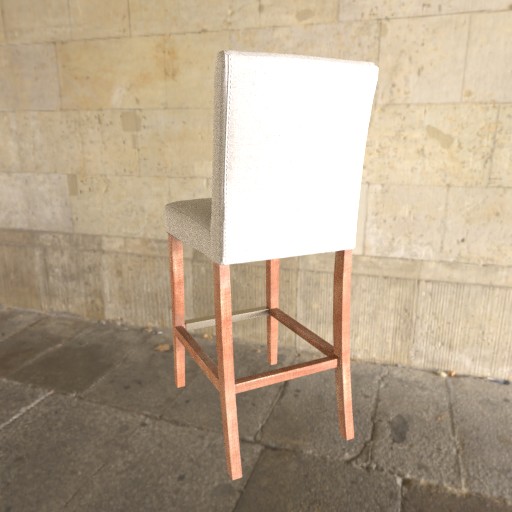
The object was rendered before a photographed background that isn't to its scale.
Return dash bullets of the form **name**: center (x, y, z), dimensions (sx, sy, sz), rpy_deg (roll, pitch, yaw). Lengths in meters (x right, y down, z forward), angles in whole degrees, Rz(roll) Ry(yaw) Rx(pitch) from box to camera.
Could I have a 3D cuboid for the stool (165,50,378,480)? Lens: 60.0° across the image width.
- **stool**: center (0.000, 0.000, 1.389), dimensions (0.439, 1.088, 0.570), rpy_deg (-7, 16, -25)
